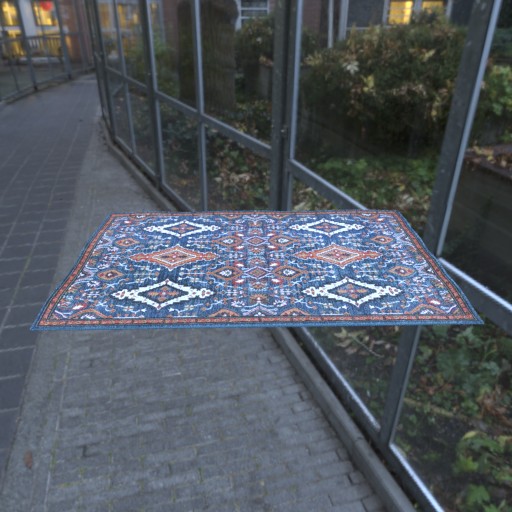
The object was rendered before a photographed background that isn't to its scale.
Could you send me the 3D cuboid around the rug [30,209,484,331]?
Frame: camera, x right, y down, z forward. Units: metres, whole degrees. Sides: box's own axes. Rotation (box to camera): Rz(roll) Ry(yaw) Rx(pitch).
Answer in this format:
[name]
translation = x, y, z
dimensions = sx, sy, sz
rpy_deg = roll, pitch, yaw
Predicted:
[rug]
translation = 0.000, 0.000, 2.301
dimensions = 1.847, 0.014, 1.195
rpy_deg = -1, 29, -1
